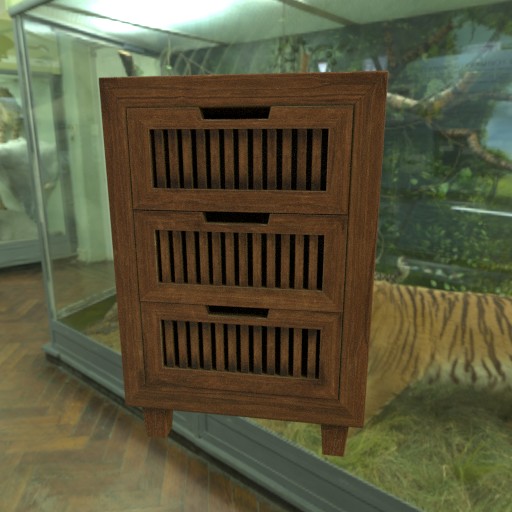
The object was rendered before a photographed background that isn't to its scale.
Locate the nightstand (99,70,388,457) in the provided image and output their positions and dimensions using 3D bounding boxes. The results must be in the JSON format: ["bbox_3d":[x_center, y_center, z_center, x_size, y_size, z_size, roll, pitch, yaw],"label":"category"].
[{"bbox_3d":[0.000,0.000,0.978,0.465,0.695,0.410,2,15,9],"label":"nightstand"}]
